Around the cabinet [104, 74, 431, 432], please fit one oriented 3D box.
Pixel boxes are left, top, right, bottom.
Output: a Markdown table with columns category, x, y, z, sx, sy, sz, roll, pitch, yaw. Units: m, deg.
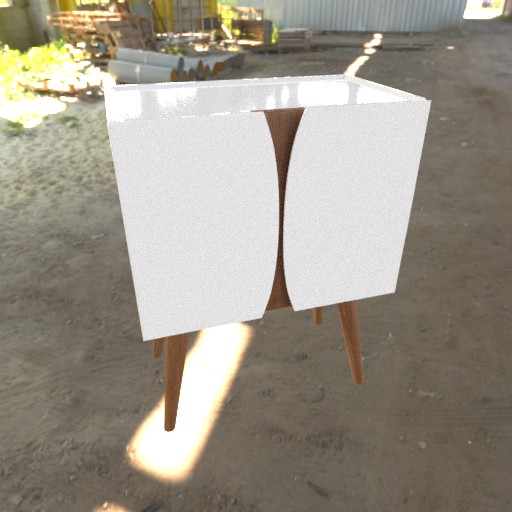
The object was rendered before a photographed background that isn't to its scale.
| category | x | y | z | sx | sy | sz | roll | pitch | yaw |
| --- | --- | --- | --- | --- | --- | --- | --- | --- | --- |
| cabinet | 0.000 | 0.000 | 1.098 | 0.591 | 0.772 | 0.344 | -9 | 31 | -15 |
